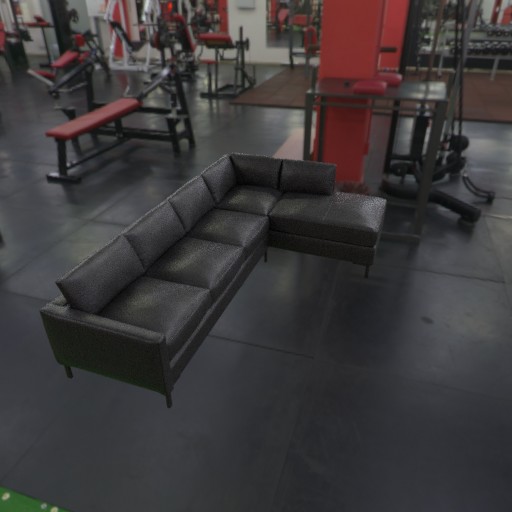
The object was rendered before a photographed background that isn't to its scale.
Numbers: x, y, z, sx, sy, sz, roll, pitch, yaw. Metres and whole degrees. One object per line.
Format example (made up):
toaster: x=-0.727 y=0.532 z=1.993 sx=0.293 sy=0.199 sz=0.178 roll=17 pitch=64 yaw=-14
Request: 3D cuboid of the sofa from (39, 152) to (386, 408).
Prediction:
sofa: x=0.000 y=0.000 z=3.899 sx=1.938 sy=0.877 sz=2.984 roll=11 pitch=32 yaw=17
